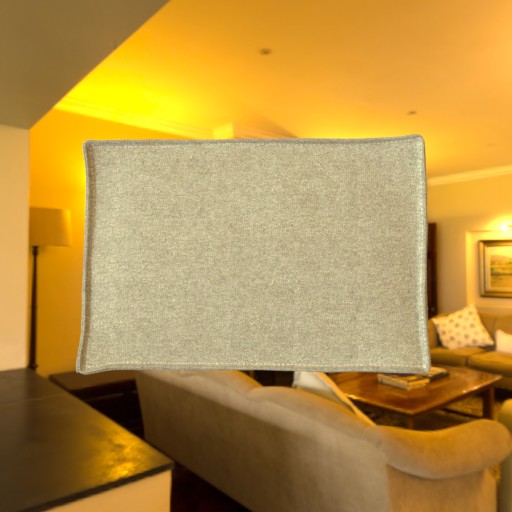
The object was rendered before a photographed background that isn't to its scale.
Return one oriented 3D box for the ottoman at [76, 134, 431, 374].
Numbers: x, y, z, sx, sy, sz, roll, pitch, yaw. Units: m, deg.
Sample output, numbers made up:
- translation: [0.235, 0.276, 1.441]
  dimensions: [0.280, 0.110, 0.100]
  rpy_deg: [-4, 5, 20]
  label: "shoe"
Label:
- translation: [0.000, 0.000, 1.166]
  dimensions: [0.696, 0.470, 0.707]
  rpy_deg: [0, -2, 0]
  label: "ottoman"
